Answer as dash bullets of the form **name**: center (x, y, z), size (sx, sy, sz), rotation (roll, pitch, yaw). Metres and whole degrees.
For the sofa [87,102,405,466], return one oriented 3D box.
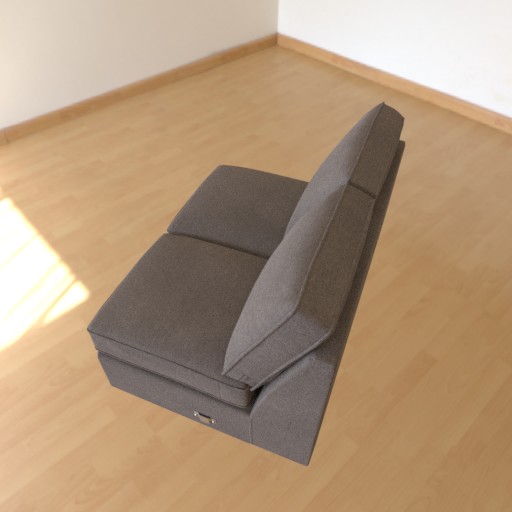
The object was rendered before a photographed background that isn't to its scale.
- **sofa**: center (0.000, 0.000, 1.940), size (0.951, 1.008, 1.237), rotation (16, 48, 15)
